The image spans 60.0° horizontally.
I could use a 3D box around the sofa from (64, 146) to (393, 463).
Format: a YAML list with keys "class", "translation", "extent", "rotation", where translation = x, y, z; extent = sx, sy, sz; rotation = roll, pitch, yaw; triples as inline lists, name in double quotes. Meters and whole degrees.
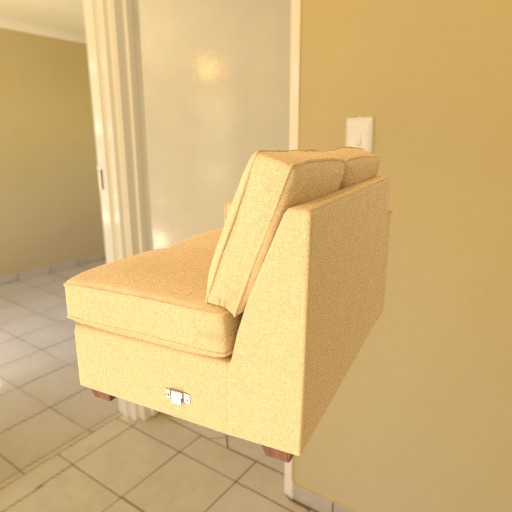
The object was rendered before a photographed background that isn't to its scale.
- class: "sofa"
  translation: [0.000, 0.000, 2.047]
  extent: [0.991, 0.989, 1.388]
  rotation: [7, 16, 25]
